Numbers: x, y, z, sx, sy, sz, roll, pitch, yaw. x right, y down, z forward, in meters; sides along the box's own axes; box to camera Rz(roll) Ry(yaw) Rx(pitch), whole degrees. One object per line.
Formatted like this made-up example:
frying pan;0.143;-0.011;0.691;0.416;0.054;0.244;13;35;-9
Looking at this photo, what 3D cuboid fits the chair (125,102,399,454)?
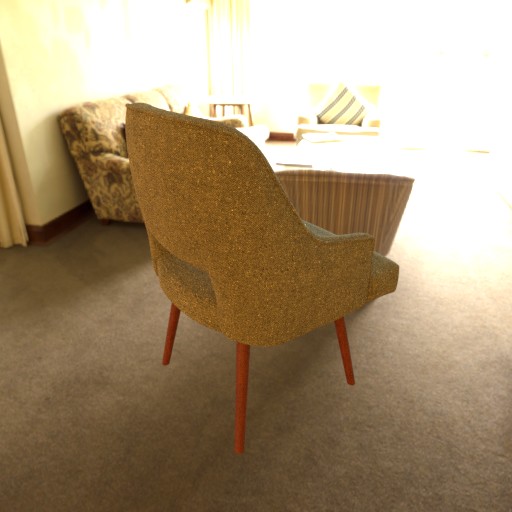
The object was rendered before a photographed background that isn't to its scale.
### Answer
chair;0.000;0.000;1.298;0.629;0.875;0.608;-18;31;-32
